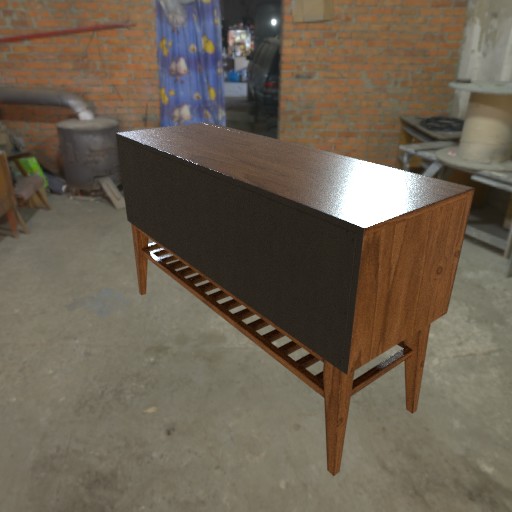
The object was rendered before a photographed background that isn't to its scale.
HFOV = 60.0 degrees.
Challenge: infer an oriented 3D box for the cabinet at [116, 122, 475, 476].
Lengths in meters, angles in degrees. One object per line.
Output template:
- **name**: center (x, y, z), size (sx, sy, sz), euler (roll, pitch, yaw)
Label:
- **cabinet**: center (0.000, 0.000, 1.743), size (0.477, 0.802, 1.363), euler (-19, 32, -34)
